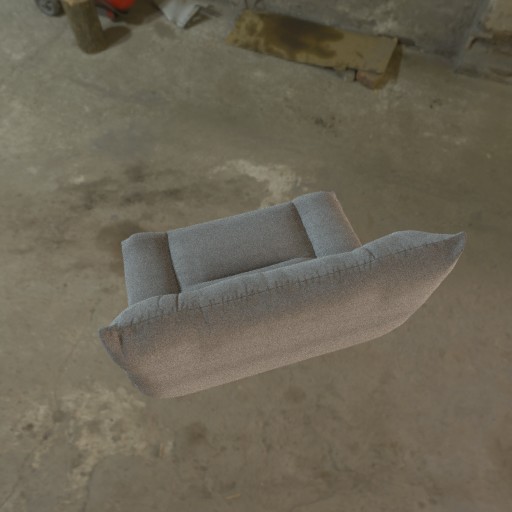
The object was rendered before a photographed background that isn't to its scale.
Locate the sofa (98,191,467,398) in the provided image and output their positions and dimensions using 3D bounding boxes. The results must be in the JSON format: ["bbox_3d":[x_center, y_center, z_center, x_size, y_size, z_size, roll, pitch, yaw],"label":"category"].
[{"bbox_3d":[0.000,0.000,1.769,1.144,0.795,0.847,-14,61,-8],"label":"sofa"}]
